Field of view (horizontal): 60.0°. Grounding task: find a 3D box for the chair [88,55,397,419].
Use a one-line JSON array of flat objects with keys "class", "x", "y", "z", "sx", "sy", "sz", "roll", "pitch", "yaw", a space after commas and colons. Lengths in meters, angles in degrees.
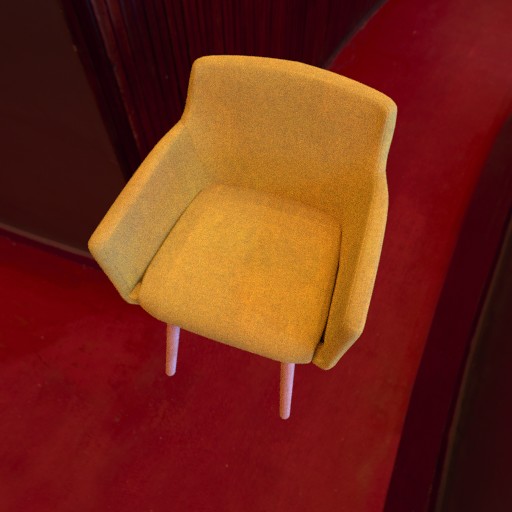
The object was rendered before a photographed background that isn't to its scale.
[{"class": "chair", "x": 0.000, "y": 0.000, "z": 1.162, "sx": 0.570, "sy": 0.780, "sz": 0.570, "roll": 17, "pitch": 60, "yaw": 10}]
